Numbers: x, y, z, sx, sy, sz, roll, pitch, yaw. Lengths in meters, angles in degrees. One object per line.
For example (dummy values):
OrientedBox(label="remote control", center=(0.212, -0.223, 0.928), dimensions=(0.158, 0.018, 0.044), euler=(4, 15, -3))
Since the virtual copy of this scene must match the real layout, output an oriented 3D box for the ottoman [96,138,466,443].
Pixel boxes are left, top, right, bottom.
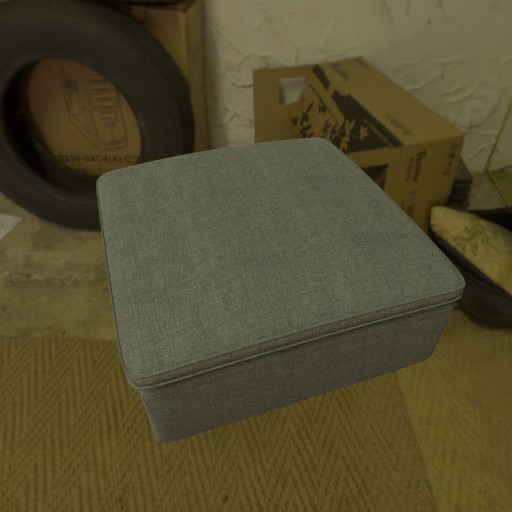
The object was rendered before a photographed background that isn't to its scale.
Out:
OrientedBox(label="ottoman", center=(0.000, 0.000, 1.720), dimensions=(1.067, 0.559, 1.067), euler=(-13, 43, -14))
